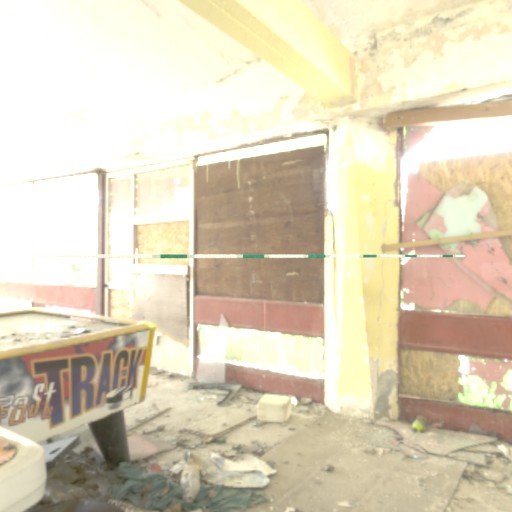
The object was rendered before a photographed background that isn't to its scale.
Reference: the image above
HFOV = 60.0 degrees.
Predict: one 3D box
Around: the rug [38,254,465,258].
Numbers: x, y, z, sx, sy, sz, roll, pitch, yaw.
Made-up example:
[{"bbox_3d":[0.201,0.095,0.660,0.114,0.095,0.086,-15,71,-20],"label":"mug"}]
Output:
[{"bbox_3d":[0.000,0.000,2.270,1.829,0.012,1.210,0,0,-36],"label":"rug"}]
